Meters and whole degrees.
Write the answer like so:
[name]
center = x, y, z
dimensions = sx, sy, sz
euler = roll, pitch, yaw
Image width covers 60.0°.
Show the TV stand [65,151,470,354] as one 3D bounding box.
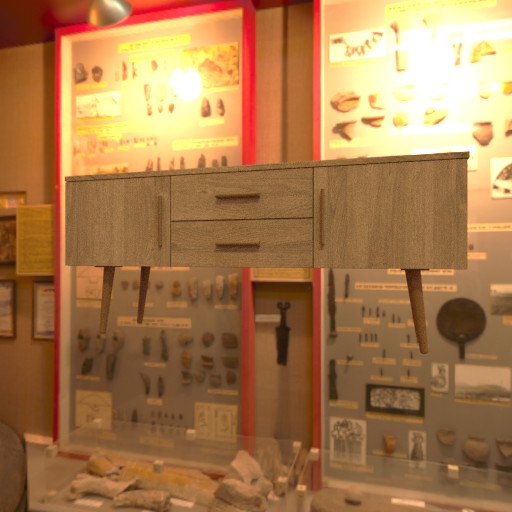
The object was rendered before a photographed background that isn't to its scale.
[TV stand]
center = 0.000, 0.000, 1.557
dimensions = 1.313, 0.565, 0.401
euler = 0, 0, 17
